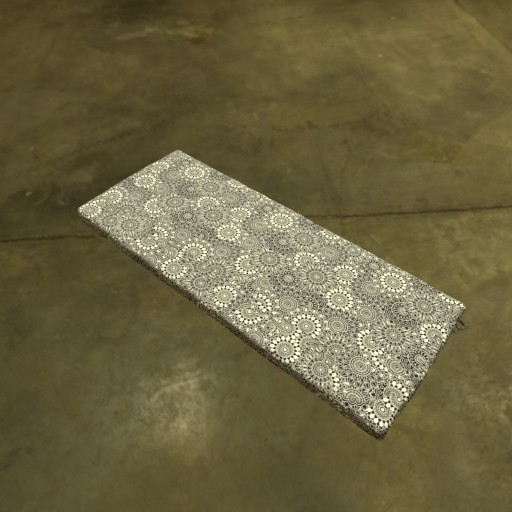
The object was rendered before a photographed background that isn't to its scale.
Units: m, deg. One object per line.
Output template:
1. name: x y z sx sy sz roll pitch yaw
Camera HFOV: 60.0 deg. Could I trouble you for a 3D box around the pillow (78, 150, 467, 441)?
1. pillow: 0.000 0.000 1.352 1.187 0.081 0.492 32 55 26
